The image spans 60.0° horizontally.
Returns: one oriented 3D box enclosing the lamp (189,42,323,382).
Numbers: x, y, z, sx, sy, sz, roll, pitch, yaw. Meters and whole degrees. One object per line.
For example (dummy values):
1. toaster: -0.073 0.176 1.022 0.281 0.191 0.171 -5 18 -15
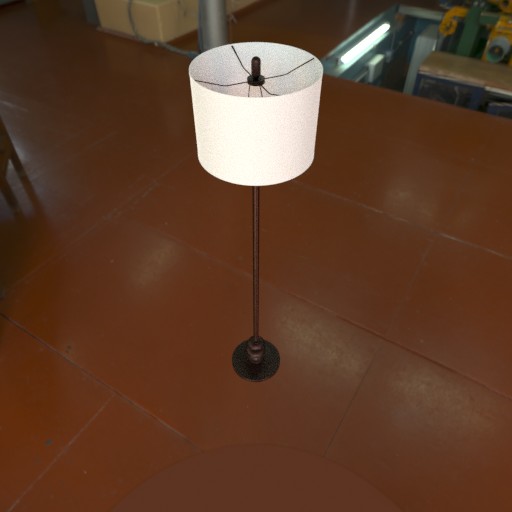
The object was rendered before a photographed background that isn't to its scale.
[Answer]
1. lamp: 0.000 0.000 1.692 0.356 1.487 0.356 -17 48 -16
